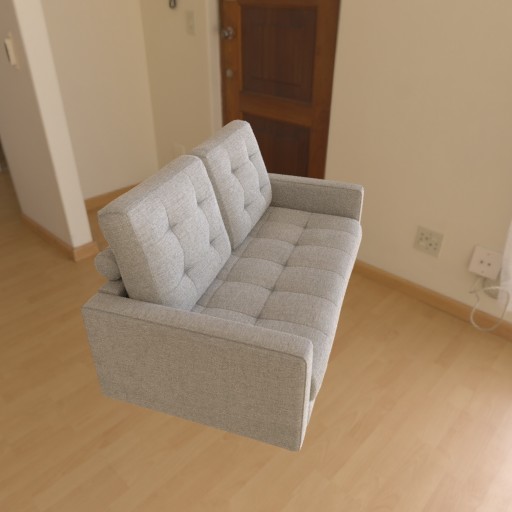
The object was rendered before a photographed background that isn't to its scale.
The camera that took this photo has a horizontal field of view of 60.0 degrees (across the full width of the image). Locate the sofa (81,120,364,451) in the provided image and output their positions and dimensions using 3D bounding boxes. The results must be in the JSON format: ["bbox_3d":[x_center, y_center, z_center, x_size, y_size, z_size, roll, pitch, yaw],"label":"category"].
[{"bbox_3d":[0.000,0.000,2.001,0.842,0.907,1.407,10,32,16],"label":"sofa"}]
